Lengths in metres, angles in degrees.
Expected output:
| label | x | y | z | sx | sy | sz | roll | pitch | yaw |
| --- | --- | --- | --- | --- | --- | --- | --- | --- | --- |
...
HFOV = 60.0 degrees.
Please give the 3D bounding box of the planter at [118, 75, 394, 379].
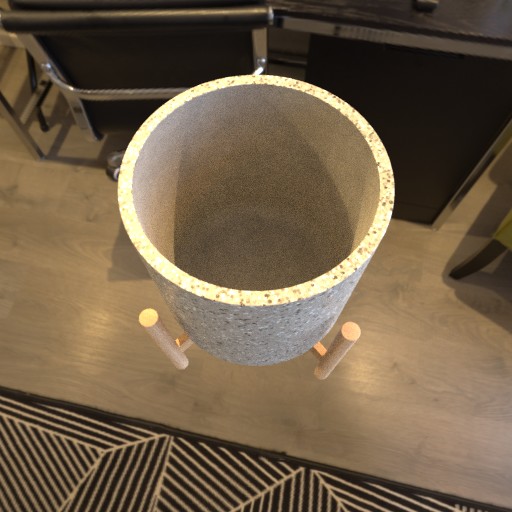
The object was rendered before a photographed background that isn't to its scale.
| label | x | y | z | sx | sy | sz | roll | pitch | yaw |
| --- | --- | --- | --- | --- | --- | --- | --- | --- | --- |
| planter | 0.000 | 0.000 | 0.678 | 0.360 | 0.419 | 0.360 | -17 | 66 | -8 |
